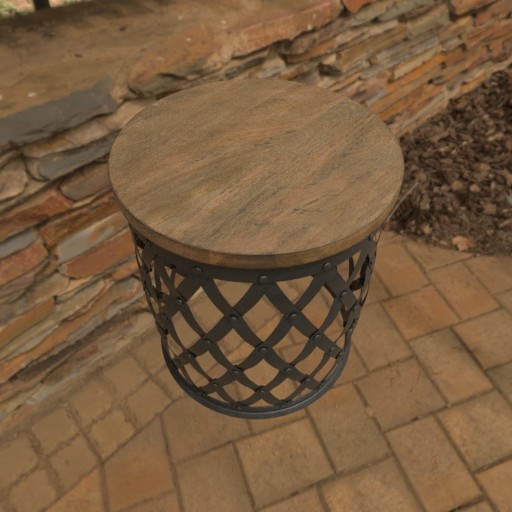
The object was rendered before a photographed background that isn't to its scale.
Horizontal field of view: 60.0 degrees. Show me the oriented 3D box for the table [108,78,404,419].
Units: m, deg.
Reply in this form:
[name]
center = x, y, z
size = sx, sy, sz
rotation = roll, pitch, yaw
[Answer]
[table]
center = 0.000, 0.000, 0.786
size = 0.405, 0.454, 0.405
rotation = 0, 48, 0
